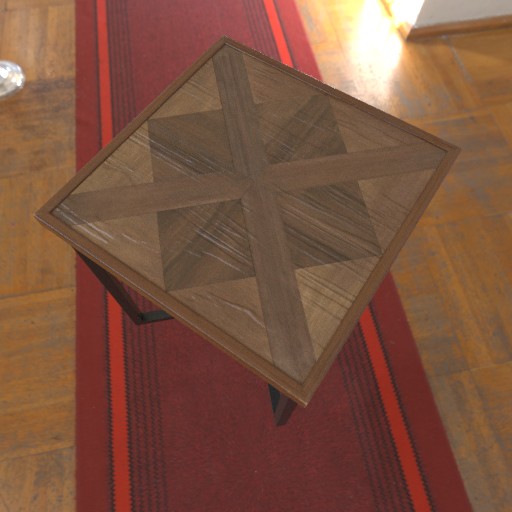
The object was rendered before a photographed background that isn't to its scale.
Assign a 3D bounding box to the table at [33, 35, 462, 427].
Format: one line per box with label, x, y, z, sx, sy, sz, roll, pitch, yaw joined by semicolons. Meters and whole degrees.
table;0.000;0.000;0.973;0.503;0.563;0.503;32;68;14
